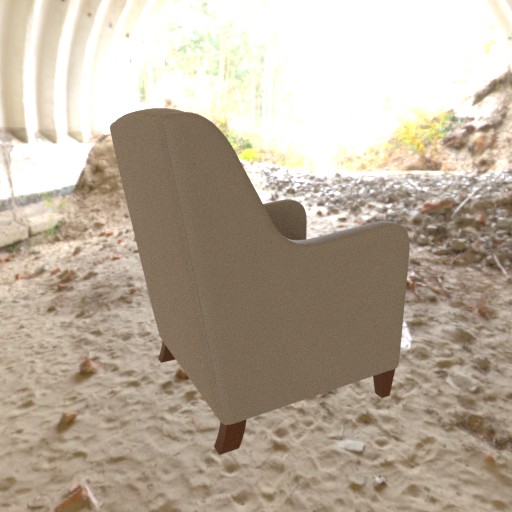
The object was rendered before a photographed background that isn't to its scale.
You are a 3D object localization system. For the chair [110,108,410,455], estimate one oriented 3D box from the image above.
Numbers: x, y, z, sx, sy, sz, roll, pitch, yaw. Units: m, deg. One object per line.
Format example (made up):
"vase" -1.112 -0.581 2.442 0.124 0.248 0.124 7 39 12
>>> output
"chair" 0.000 0.000 1.636 0.863 1.010 0.715 -8 17 -26
